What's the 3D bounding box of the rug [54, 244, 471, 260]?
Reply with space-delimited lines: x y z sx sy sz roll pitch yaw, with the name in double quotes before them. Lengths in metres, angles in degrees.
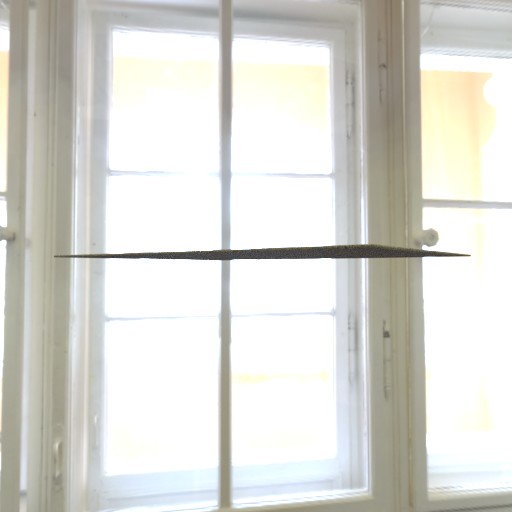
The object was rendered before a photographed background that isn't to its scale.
"rug" 0.000 0.000 2.920 2.283 0.013 1.547 -1 -2 38
